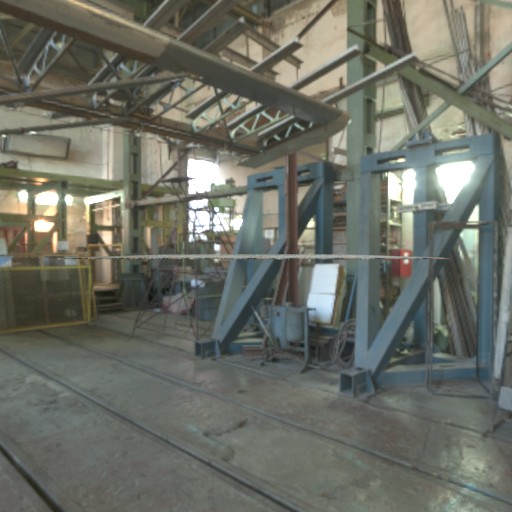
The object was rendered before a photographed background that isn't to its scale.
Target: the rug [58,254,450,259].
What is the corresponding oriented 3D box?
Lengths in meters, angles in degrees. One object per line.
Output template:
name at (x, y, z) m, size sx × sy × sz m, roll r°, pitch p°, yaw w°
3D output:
rug at (0.000, 0.000, 4.262) m, size 2.379 × 0.011 × 3.221 m, roll 0°, pitch 1°, yaw 0°
